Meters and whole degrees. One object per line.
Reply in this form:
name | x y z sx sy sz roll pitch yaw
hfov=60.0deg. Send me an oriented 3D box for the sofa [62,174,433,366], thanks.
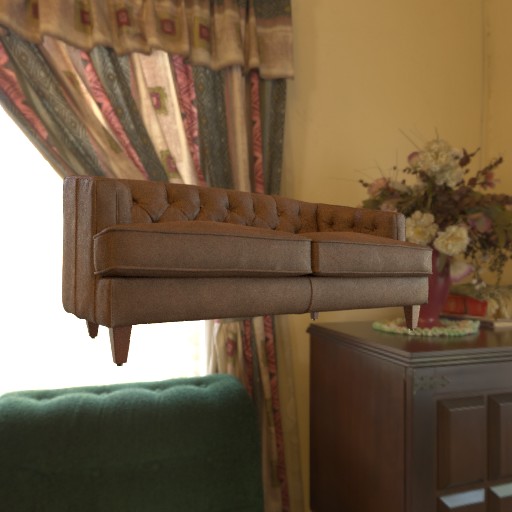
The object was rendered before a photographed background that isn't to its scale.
sofa | 0.000 0.000 2.256 1.767 0.799 0.917 1 -3 -35
